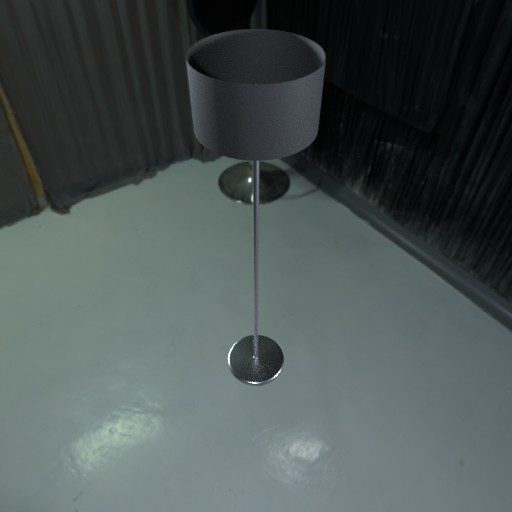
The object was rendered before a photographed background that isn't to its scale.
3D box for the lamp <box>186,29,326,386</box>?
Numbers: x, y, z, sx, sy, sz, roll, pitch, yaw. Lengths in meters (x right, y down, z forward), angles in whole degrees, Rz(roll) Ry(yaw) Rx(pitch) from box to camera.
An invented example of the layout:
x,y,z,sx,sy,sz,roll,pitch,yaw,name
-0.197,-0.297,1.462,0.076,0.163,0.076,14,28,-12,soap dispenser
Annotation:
x,y,z,sx,sy,sz,roll,pitch,yaw,name
0.000,0.000,1.622,0.348,1.443,0.348,-30,53,-26,lamp
